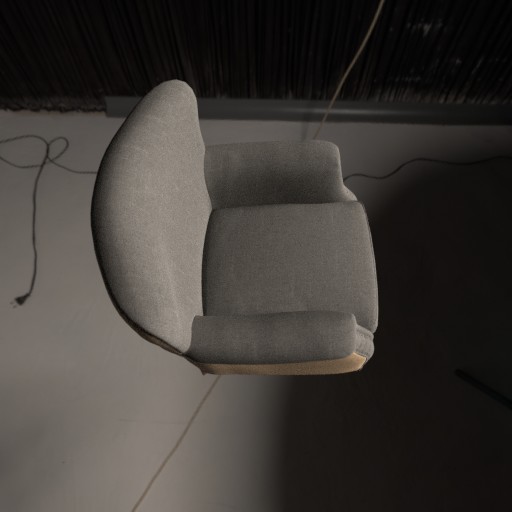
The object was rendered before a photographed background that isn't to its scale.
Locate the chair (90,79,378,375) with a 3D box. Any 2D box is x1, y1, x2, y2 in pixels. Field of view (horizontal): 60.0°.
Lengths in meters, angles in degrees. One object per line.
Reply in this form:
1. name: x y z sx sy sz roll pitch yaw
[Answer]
1. chair: 0.000 0.000 1.644 0.921 0.936 0.861 0 64 0
